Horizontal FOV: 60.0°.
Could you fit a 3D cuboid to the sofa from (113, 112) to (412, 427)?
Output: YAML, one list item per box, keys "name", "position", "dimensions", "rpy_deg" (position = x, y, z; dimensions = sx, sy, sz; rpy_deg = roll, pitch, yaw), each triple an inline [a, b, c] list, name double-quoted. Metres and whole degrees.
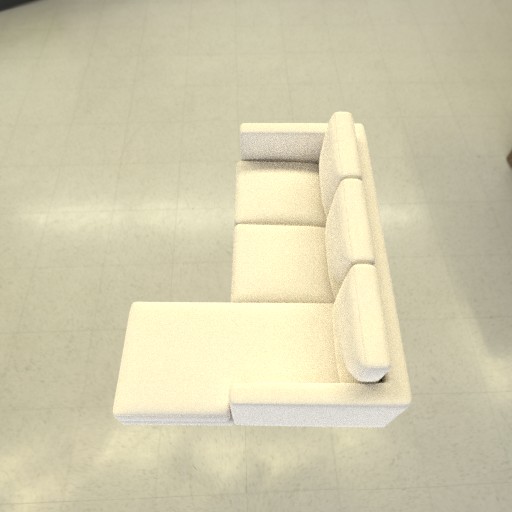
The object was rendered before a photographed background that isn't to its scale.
- name: "sofa"
  position: [0.000, 0.000, 2.914]
  dimensions: [1.580, 0.899, 2.029]
  rpy_deg: [0, 58, 0]
